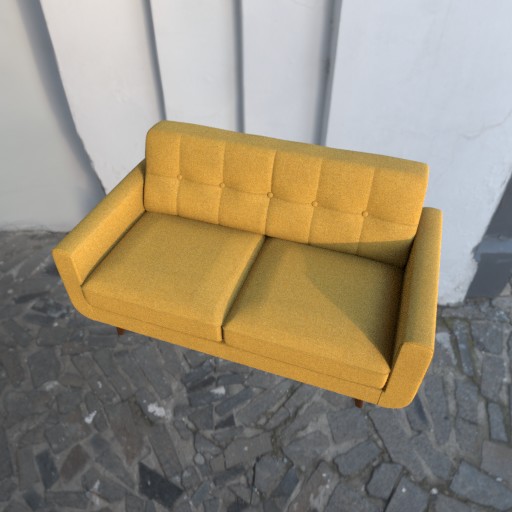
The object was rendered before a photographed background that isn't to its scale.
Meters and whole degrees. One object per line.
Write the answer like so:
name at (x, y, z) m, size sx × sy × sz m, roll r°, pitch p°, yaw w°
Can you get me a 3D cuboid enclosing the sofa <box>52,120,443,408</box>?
sofa at (0.000, 0.000, 2.147) m, size 1.631 × 0.841 × 0.909 m, roll 13°, pitch 44°, yaw 14°
